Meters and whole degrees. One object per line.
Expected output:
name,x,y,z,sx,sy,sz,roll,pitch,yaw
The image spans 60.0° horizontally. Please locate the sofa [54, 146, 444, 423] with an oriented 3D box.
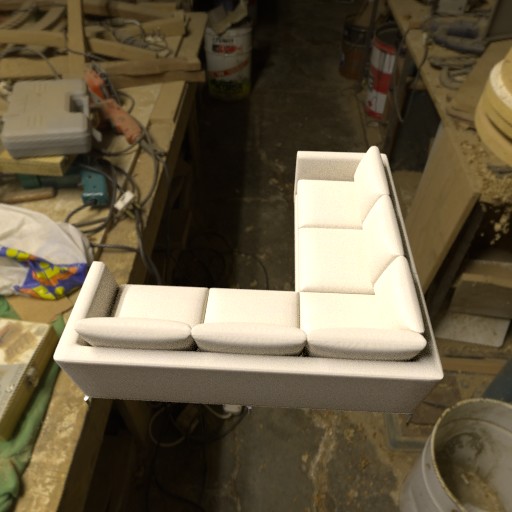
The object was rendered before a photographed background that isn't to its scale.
sofa,0.000,0.000,3.742,2.448,0.867,2.430,2,47,2
